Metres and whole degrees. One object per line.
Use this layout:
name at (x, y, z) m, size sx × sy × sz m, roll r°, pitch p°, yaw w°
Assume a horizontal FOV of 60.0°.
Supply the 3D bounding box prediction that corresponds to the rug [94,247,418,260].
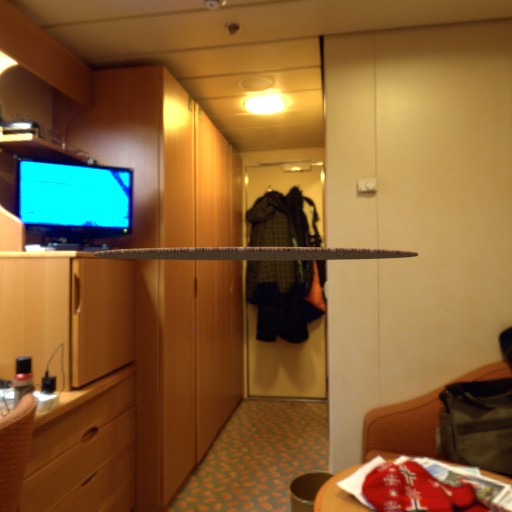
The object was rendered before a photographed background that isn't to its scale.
rug at (0.000, 0.000, 2.200) m, size 1.514 × 0.015 × 1.514 m, roll 0°, pitch -2°, yaw 0°
